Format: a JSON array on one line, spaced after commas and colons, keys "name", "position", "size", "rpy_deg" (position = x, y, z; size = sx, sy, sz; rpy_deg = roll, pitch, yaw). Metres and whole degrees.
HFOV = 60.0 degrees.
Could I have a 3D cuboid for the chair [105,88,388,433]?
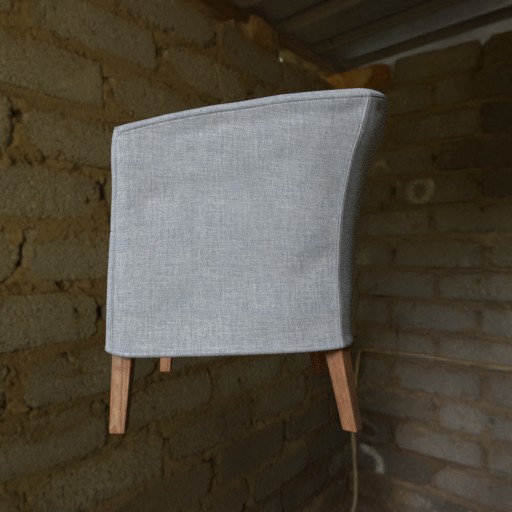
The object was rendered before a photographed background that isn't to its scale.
[{"name": "chair", "position": [0.000, 0.000, 1.235], "size": [0.668, 0.771, 0.600], "rpy_deg": [0, 0, 0]}]
